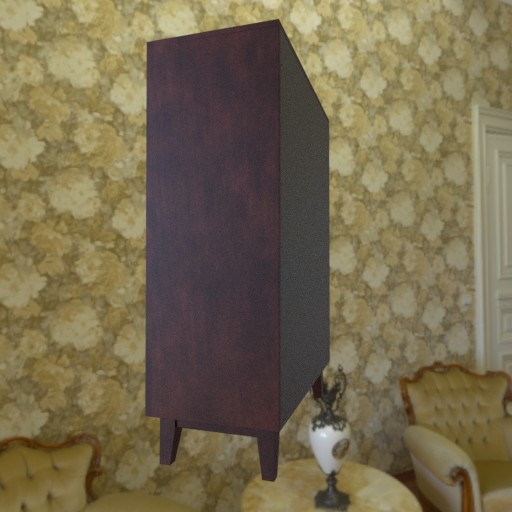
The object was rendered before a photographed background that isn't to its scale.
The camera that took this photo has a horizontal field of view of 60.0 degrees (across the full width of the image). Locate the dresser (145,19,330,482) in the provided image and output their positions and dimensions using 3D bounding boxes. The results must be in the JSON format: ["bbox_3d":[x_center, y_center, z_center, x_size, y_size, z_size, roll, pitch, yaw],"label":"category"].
[{"bbox_3d":[0.000,0.000,2.007,0.506,1.514,1.072,0,-1,18],"label":"dresser"}]
